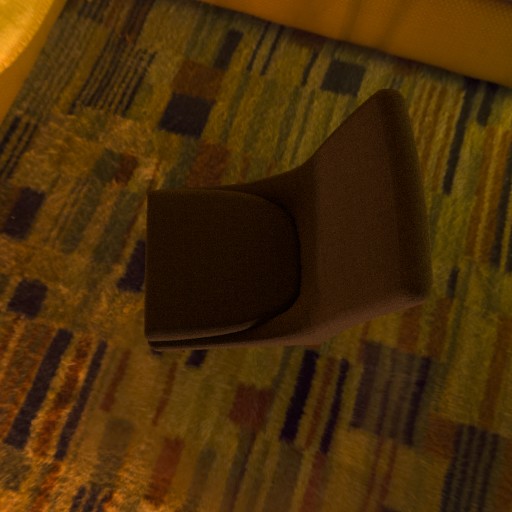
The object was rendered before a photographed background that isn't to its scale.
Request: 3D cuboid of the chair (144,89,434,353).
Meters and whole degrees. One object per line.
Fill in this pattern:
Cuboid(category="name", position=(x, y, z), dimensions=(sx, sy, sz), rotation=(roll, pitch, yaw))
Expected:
Cuboid(category="chair", position=(0.000, 0.000, 1.303), dimensions=(0.655, 0.952, 0.508), rotation=(-2, 75, -1))
